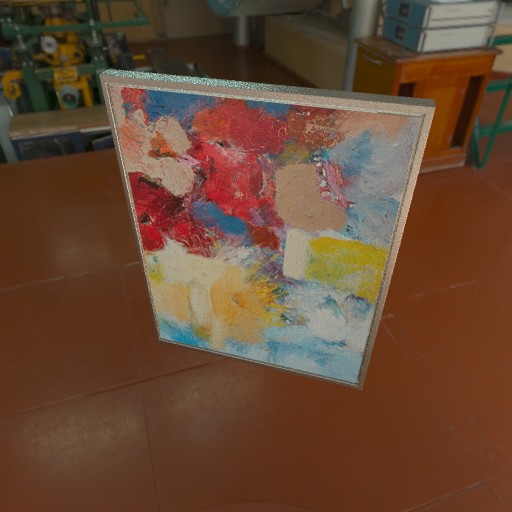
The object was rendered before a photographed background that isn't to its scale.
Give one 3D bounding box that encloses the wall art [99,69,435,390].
[{"bbox_3d":[0.000,0.000,0.756,0.444,0.569,0.025,10,40,12],"label":"wall art"}]
